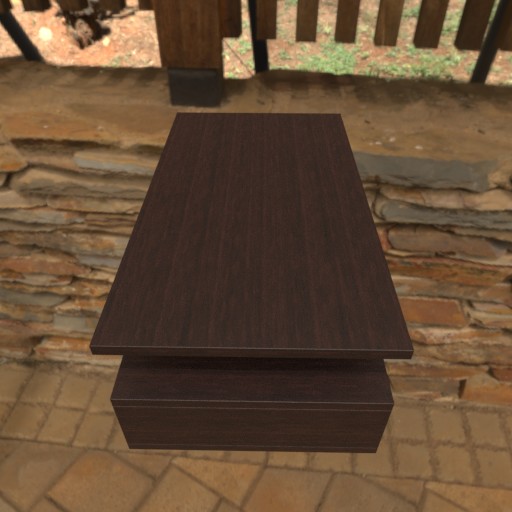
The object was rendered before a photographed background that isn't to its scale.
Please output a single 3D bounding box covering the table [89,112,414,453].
[{"bbox_3d":[0.000,0.000,1.350,0.590,0.460,1.050,1,41,1],"label":"table"}]
